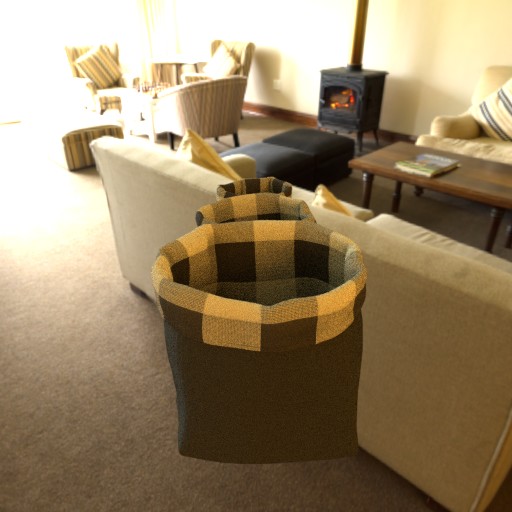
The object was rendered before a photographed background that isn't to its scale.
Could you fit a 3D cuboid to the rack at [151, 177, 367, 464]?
[{"bbox_3d":[0.000,0.000,1.063,0.370,0.329,0.889,-1,30,-2],"label":"rack"}]
